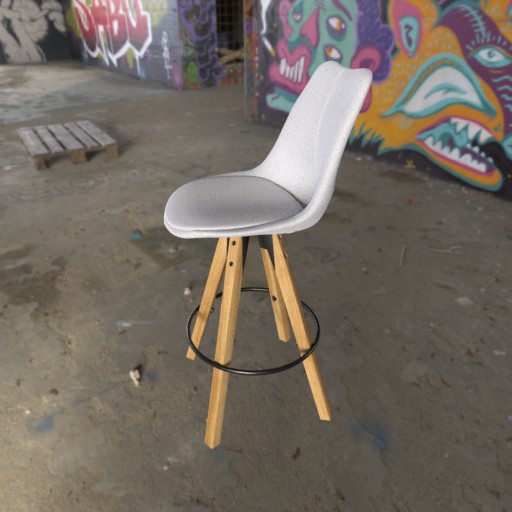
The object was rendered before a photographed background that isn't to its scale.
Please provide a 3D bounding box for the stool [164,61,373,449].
[{"bbox_3d":[0.000,0.000,1.416,0.550,1.115,0.484,-8,30,-14],"label":"stool"}]
